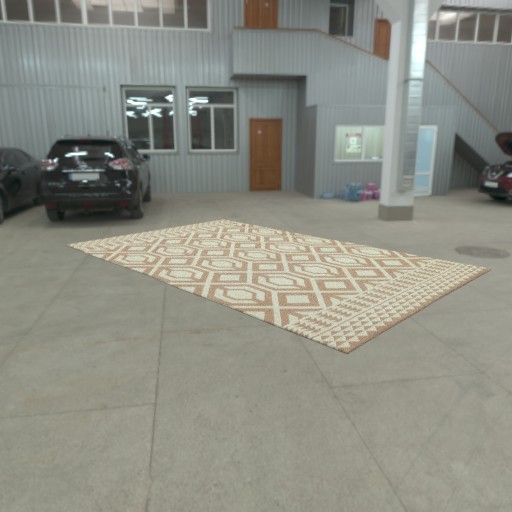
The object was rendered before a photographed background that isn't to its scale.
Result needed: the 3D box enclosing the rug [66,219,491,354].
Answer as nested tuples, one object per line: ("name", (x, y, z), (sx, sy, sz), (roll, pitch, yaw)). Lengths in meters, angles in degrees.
("rug", (0.000, 0.000, 2.943), (2.435, 0.011, 1.526), (14, 20, 43))
